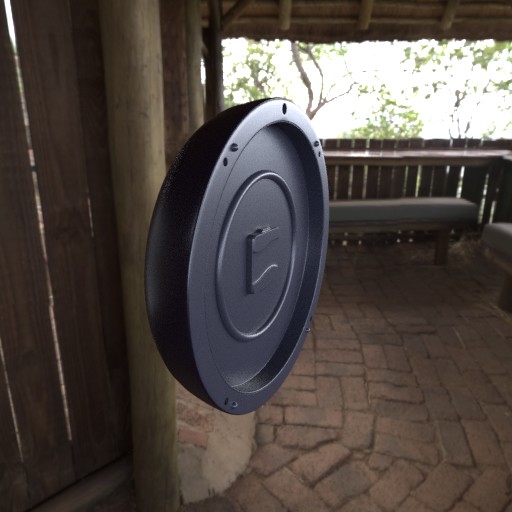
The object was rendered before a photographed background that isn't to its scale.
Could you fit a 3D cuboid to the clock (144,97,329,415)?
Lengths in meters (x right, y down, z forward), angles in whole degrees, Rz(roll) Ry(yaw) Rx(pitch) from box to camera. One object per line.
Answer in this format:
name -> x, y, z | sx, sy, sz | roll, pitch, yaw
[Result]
clock -> 0.000, 0.000, 0.446 | 0.060, 0.300, 0.300 | 9, 19, 26
